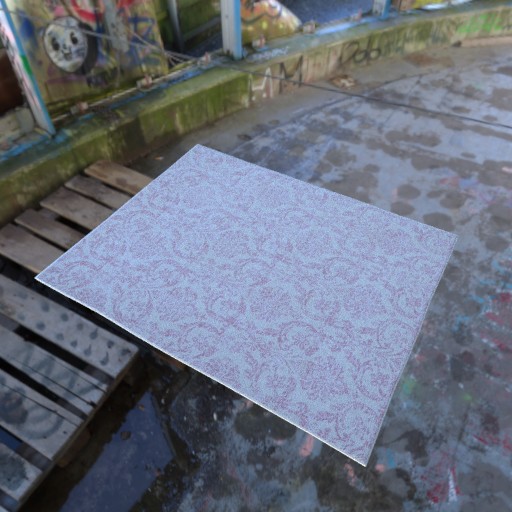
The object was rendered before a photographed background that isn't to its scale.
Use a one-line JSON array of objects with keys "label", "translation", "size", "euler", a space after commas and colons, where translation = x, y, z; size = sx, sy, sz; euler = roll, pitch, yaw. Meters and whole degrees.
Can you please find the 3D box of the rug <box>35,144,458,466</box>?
[{"label": "rug", "translation": [0.000, 0.000, 3.946], "size": [2.980, 0.012, 2.363], "euler": [24, 51, 20]}]
